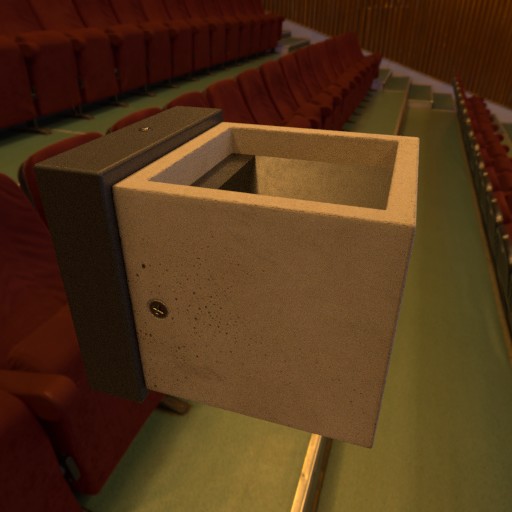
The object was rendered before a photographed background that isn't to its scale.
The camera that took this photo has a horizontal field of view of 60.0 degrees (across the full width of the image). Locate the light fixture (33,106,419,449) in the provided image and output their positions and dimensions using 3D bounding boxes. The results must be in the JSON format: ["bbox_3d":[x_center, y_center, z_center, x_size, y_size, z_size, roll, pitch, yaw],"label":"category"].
[{"bbox_3d":[0.000,0.000,0.230,0.143,0.121,0.121,9,31,16],"label":"light fixture"}]
